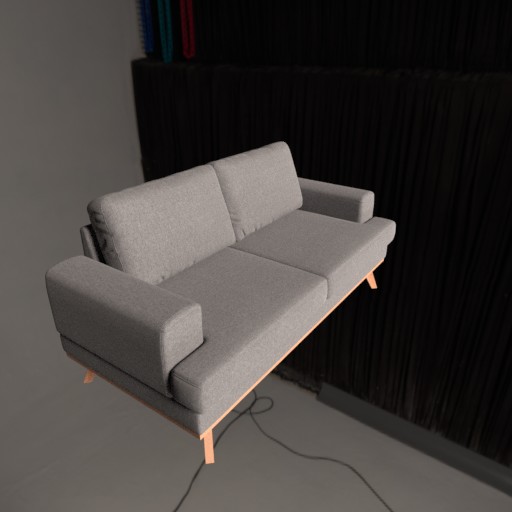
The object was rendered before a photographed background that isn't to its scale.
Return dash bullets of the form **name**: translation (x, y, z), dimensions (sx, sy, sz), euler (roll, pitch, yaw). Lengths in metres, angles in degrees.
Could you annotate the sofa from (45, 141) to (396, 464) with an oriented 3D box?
- **sofa**: translation (0.000, 0.000, 2.085), dimensions (0.785, 0.810, 1.650), euler (17, 31, 31)
